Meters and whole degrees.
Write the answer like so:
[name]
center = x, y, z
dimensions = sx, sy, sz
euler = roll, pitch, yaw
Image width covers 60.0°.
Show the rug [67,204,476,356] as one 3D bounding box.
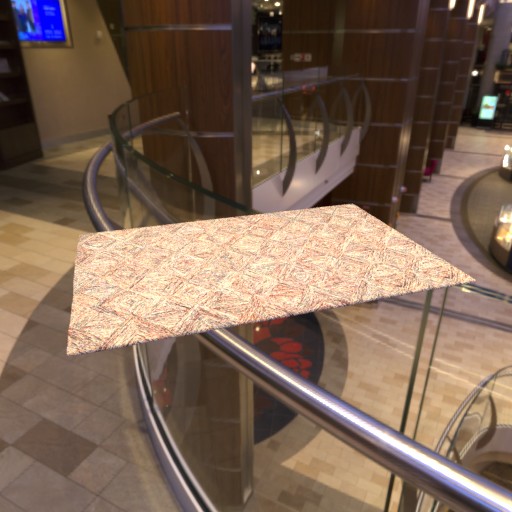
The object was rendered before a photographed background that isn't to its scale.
[rug]
center = 0.000, 0.000, 2.272
dimensions = 1.761, 0.014, 1.143
euler = -8, 27, -16
